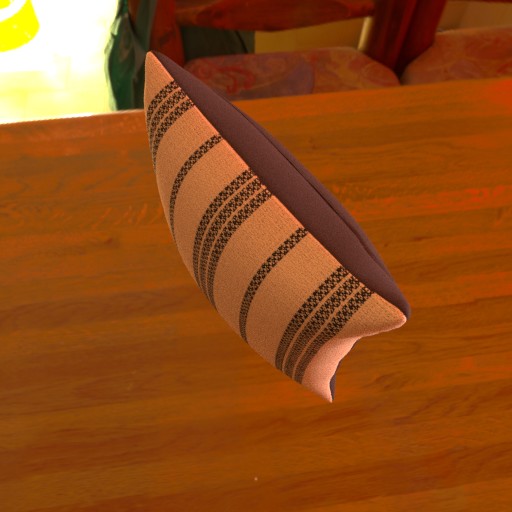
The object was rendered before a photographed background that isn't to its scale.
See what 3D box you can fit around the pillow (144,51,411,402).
[{"bbox_3d":[0.000,0.000,0.608,0.173,0.406,0.405,-34,68,-16],"label":"pillow"}]
